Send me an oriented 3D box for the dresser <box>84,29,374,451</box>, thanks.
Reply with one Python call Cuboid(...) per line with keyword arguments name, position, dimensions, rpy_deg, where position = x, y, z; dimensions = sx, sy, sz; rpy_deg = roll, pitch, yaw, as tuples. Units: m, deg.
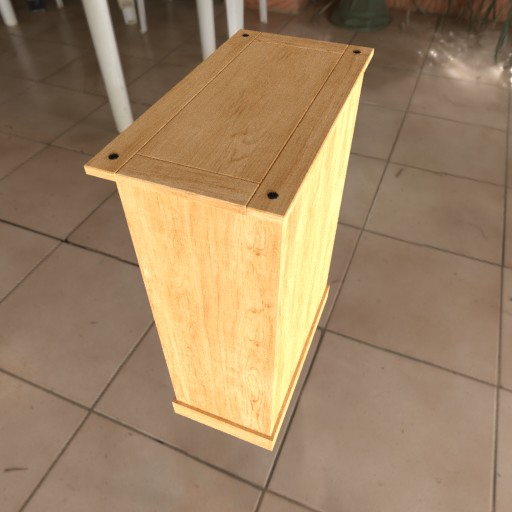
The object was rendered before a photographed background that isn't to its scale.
Cuboid(name="dresser", position=(0.000, 0.000, 1.705), dimensions=(0.485, 1.300, 0.915), rpy_deg=(16, 48, 15))
